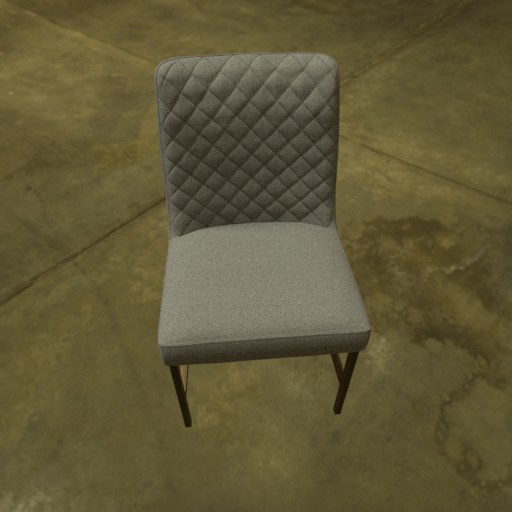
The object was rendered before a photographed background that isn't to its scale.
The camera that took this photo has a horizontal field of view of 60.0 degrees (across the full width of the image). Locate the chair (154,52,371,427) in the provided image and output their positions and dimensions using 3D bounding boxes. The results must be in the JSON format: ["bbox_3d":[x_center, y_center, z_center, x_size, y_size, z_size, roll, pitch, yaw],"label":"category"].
[{"bbox_3d":[0.000,0.000,1.231,0.508,0.889,0.587,-4,45,-4],"label":"chair"}]
